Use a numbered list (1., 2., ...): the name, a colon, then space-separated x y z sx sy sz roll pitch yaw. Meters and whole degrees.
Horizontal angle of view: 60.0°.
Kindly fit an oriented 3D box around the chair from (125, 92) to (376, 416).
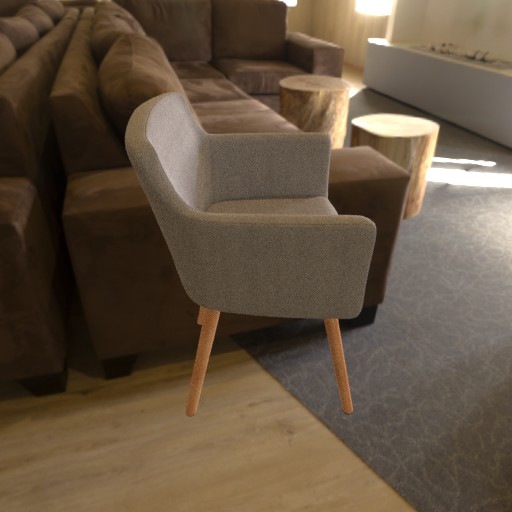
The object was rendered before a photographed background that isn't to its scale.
1. chair: 0.000 0.000 1.183 0.540 0.780 0.570 0 32 -1
